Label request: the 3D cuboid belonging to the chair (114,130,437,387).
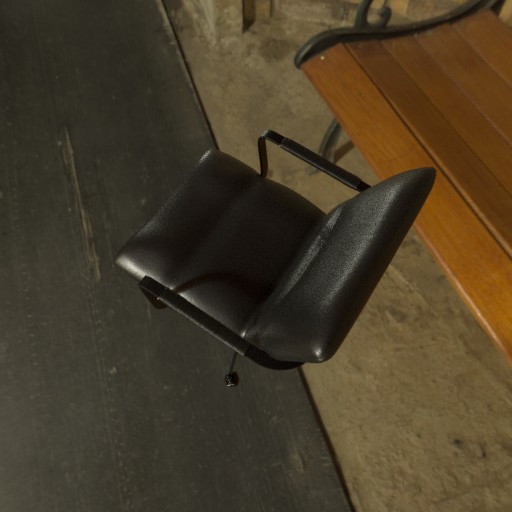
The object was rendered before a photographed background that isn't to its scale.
[{"bbox_3d":[0.000,0.000,1.480,0.748,0.922,0.719,31,69,13],"label":"chair"}]
